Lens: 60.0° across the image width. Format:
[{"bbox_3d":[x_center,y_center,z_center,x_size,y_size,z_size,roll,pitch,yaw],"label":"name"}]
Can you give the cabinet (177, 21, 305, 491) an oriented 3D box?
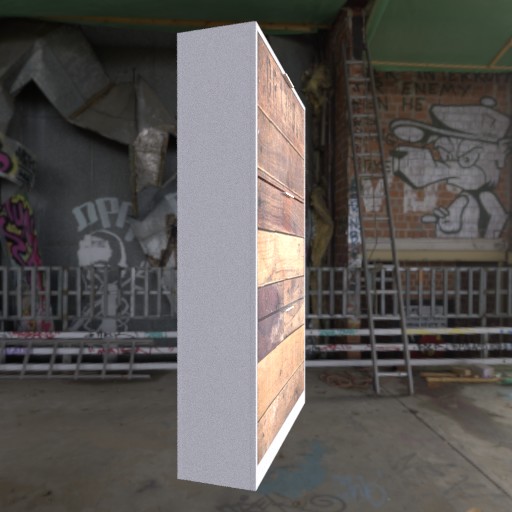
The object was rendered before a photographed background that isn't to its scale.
[{"bbox_3d":[0.000,0.000,1.598,0.250,1.280,0.750,0,0,17],"label":"cabinet"}]
